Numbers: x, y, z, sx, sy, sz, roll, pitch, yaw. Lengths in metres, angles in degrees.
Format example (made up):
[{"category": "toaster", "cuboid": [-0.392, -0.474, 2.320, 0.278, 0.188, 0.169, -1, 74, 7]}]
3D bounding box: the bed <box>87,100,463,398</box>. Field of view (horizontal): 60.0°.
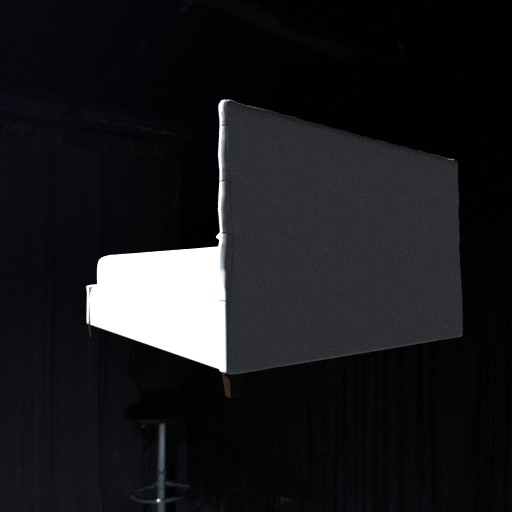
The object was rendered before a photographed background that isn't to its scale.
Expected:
[{"category": "bed", "cuboid": [0.000, 0.000, 3.636, 2.078, 1.427, 2.387, 1, -2, -36]}]
